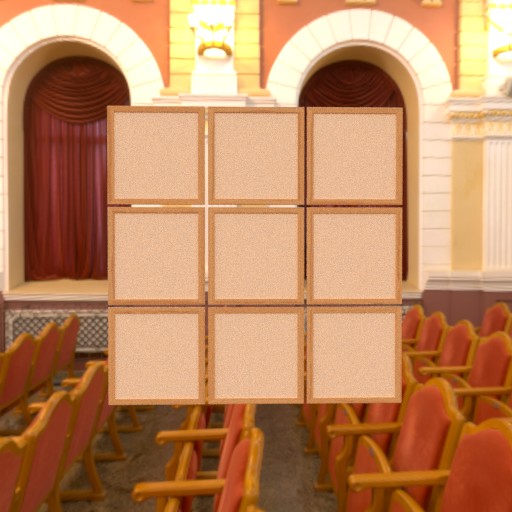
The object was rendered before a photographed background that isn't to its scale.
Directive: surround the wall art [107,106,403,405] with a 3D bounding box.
[{"bbox_3d":[0.000,0.000,2.294,1.519,1.534,0.013,0,1,-1],"label":"wall art"}]
